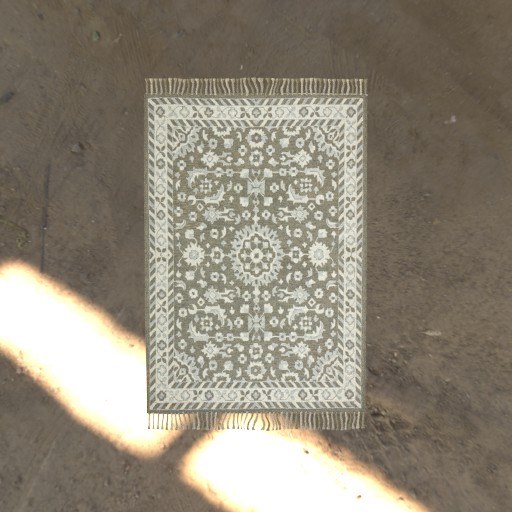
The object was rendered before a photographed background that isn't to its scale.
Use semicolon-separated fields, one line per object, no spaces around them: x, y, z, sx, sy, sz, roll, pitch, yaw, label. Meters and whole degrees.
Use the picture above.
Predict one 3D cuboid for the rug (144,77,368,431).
0.000;0.000;3.054;1.530;0.025;2.431;0;91;0;rug
